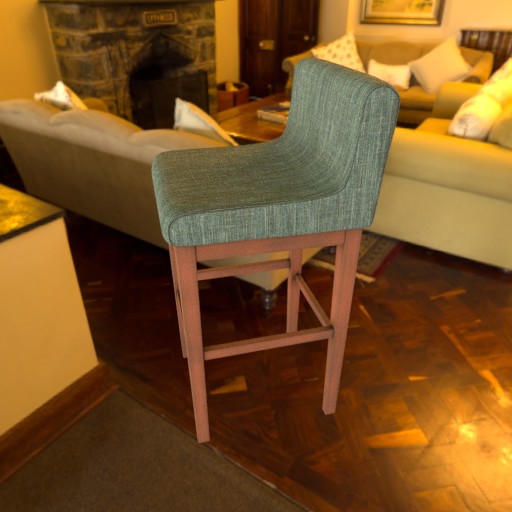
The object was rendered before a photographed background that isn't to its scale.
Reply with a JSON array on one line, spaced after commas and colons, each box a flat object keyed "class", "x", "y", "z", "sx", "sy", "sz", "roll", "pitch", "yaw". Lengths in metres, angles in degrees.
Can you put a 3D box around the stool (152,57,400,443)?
[{"class": "stool", "x": 0.000, "y": 0.000, "z": 1.228, "sx": 0.499, "sy": 0.965, "sz": 0.426, "roll": -8, "pitch": 32, "yaw": -13}]
